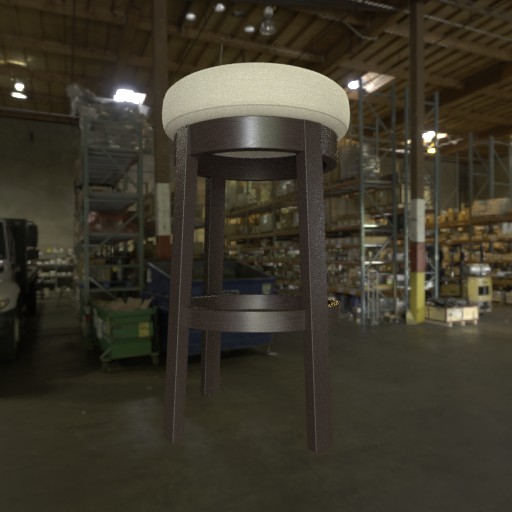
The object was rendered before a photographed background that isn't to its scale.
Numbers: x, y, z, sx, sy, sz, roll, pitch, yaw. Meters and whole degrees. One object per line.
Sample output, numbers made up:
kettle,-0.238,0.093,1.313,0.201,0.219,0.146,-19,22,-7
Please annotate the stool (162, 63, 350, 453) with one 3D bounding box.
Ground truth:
stool,0.000,0.000,1.033,0.446,0.758,0.446,0,0,0
